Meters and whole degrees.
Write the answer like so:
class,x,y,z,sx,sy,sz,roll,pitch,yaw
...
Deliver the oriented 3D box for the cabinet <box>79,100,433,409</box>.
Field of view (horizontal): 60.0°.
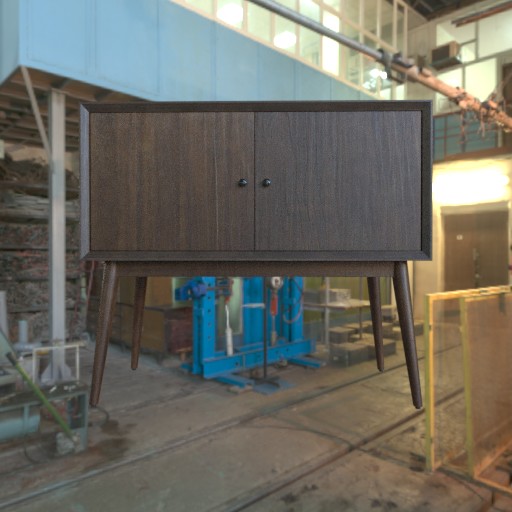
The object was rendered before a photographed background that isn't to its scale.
class,x,y,z,sx,sy,sz,roll,pitch,yaw
cabinet,0.000,0.000,1.107,0.743,0.654,0.354,0,0,1
